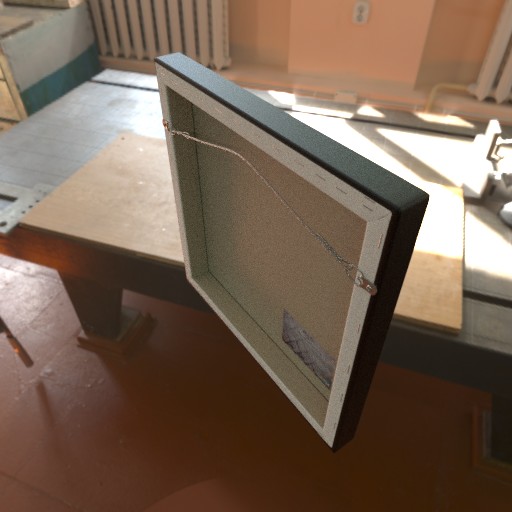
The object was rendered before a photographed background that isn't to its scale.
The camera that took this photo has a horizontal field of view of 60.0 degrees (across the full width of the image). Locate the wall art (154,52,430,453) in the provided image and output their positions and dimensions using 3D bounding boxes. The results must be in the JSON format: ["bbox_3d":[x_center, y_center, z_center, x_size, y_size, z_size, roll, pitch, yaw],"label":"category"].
[{"bbox_3d":[0.000,0.000,0.589,0.041,0.407,0.406,-26,48,-26],"label":"wall art"}]
